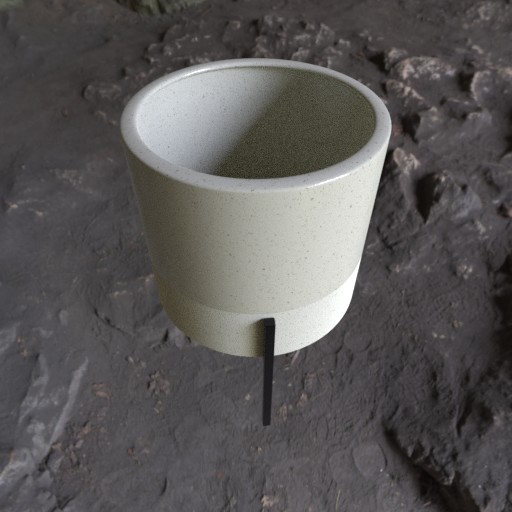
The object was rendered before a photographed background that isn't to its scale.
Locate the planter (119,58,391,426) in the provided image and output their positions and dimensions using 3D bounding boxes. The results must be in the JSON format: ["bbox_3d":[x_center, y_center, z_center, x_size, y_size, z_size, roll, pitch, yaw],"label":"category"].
[{"bbox_3d":[0.000,0.000,0.331,0.152,0.230,0.159,-4,45,-4],"label":"planter"}]
